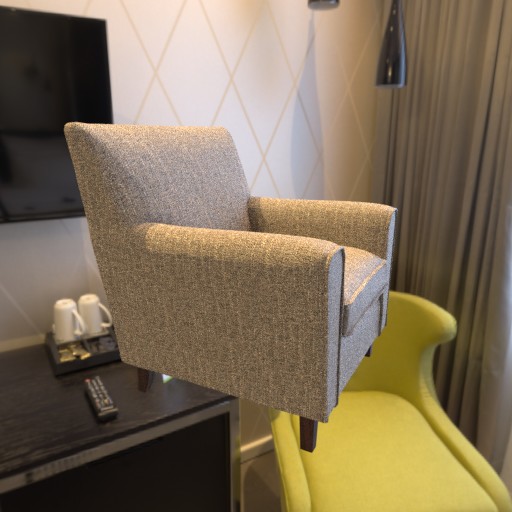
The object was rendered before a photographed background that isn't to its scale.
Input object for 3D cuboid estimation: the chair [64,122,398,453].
[{"bbox_3d":[0.000,0.000,1.621,0.873,0.928,0.864,8,17,27],"label":"chair"}]
